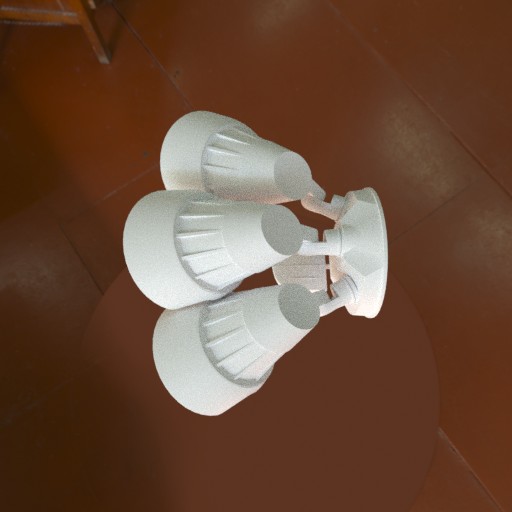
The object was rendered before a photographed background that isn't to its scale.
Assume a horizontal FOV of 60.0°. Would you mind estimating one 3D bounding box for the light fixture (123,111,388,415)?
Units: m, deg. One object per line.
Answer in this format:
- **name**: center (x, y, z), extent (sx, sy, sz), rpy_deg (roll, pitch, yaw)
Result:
- **light fixture**: center (0.000, 0.000, 0.552), extent (0.278, 0.237, 0.369), rpy_deg (-1, 74, 0)
